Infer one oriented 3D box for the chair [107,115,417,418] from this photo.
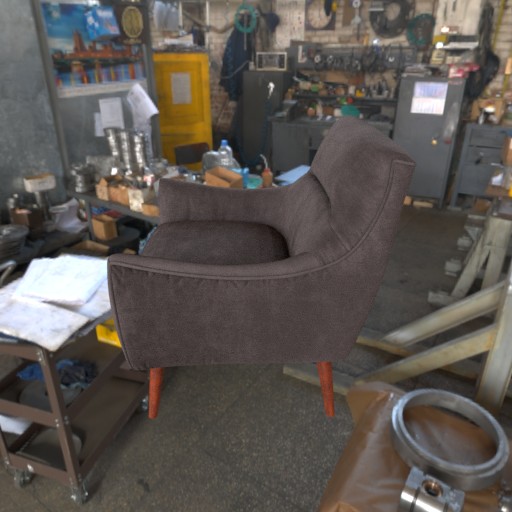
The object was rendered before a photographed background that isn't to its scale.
[{"bbox_3d":[0.000,0.000,1.482,0.787,0.838,0.762,0,26,-1],"label":"chair"}]
